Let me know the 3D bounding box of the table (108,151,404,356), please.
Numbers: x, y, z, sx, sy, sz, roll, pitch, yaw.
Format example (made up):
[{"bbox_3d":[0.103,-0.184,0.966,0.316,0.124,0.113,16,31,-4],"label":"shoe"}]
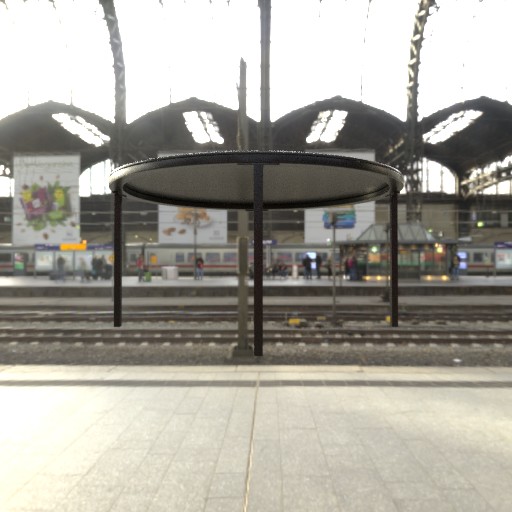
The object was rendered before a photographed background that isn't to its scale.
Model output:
[{"bbox_3d":[0.000,0.000,1.260,0.800,0.400,0.800,0,-1,0],"label":"table"}]
